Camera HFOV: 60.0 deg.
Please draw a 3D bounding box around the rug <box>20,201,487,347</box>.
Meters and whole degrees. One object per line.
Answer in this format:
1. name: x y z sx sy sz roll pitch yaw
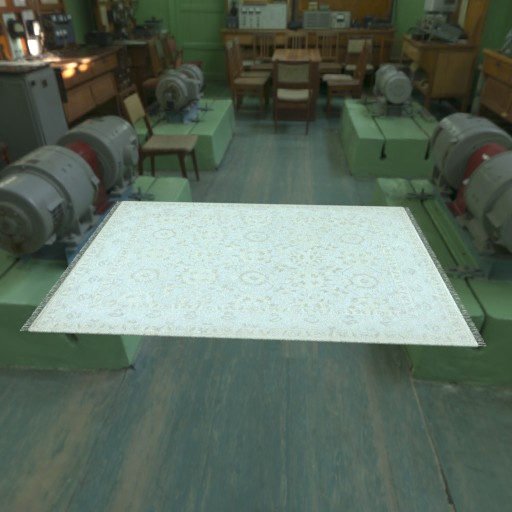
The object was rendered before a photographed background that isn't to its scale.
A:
1. rug: 0.000 0.000 2.758 2.233 0.011 1.514 1 32 2
